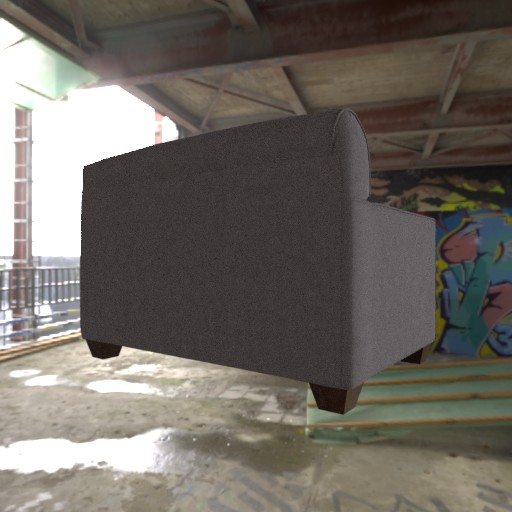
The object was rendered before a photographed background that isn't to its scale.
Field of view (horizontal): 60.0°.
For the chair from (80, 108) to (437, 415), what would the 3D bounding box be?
[{"bbox_3d":[0.000,0.000,2.058,1.395,0.953,0.992,0,0,36],"label":"chair"}]
